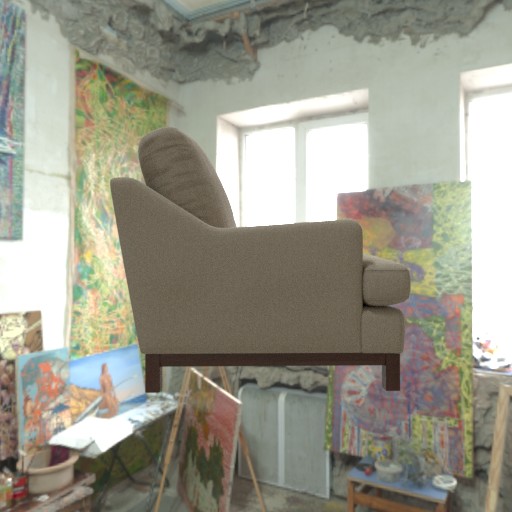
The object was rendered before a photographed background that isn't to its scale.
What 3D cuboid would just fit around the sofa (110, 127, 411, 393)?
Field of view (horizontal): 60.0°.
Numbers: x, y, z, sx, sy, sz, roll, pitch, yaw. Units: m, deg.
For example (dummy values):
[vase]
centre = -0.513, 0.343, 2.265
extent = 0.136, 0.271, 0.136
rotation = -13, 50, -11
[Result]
[sofa]
centre = 0.000, 0.000, 2.245
extent = 1.004, 0.910, 1.619
rotation = 0, 0, -1
